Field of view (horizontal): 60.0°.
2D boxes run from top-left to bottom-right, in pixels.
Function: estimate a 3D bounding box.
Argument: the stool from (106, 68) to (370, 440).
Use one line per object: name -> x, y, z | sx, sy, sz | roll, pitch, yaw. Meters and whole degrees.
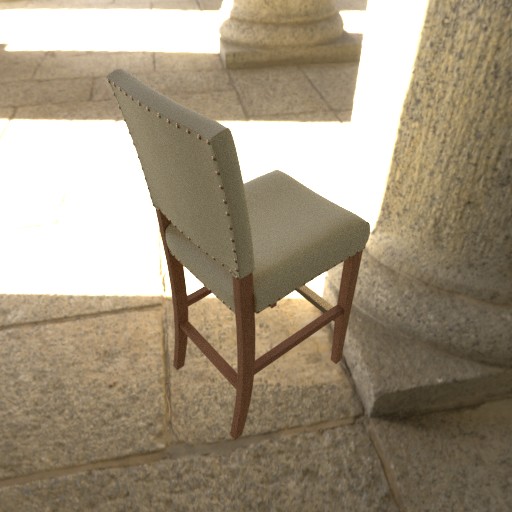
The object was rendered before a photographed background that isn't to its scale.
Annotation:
stool -> 0.000, 0.000, 1.431 | 0.584, 1.168, 0.445 | -29, 48, -29
